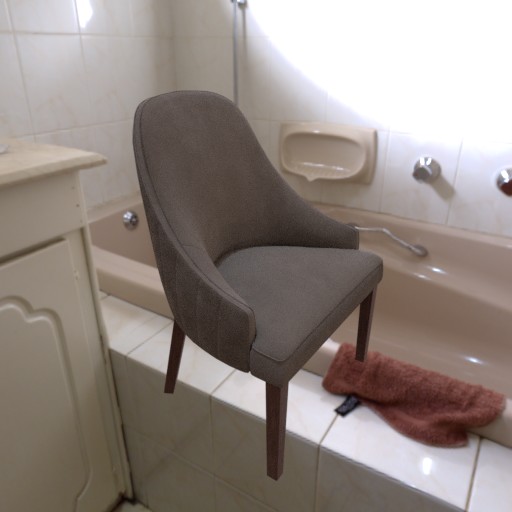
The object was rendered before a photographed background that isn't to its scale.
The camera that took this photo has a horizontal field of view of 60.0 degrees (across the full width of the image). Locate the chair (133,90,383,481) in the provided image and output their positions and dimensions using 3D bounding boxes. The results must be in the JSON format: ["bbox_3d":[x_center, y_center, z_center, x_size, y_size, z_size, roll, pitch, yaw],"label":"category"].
[{"bbox_3d":[0.000,0.000,1.301,0.575,0.889,0.643,16,29,31],"label":"chair"}]
